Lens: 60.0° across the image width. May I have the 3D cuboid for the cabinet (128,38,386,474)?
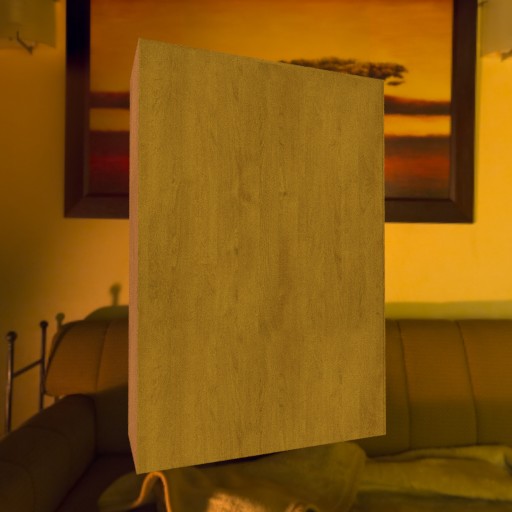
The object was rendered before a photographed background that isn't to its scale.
[{"bbox_3d":[0.000,0.000,2.401,1.290,1.910,0.510,0,-1,-20],"label":"cabinet"}]
